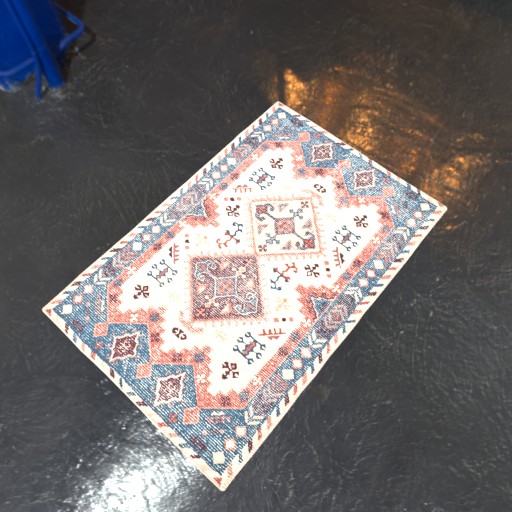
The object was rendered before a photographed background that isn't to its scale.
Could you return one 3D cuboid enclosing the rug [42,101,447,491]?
[{"bbox_3d":[0.000,0.000,2.317,1.225,0.015,1.840,38,70,17],"label":"rug"}]
